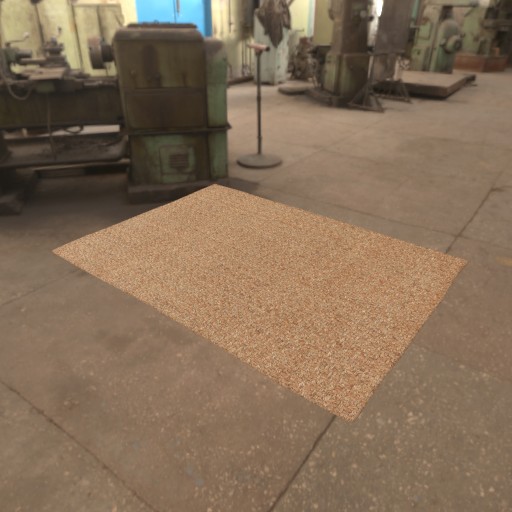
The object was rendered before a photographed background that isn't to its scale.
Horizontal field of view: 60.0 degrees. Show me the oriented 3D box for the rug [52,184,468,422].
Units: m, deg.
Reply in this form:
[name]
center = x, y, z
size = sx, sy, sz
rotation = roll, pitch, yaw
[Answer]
[rug]
center = 0.000, 0.000, 2.764
size = 2.141, 0.013, 1.566
rotation = 21, 36, 32
